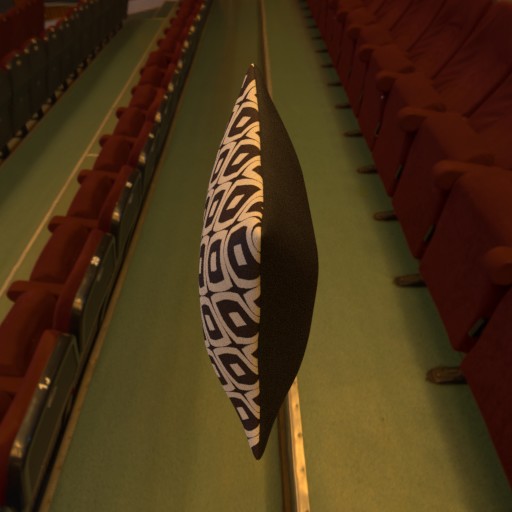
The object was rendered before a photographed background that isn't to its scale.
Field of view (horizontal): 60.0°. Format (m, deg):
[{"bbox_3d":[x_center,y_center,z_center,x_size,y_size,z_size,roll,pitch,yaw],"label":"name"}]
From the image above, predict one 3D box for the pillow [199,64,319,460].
[{"bbox_3d":[0.000,0.000,0.776,0.188,0.494,0.504,-1,41,-1],"label":"pillow"}]
